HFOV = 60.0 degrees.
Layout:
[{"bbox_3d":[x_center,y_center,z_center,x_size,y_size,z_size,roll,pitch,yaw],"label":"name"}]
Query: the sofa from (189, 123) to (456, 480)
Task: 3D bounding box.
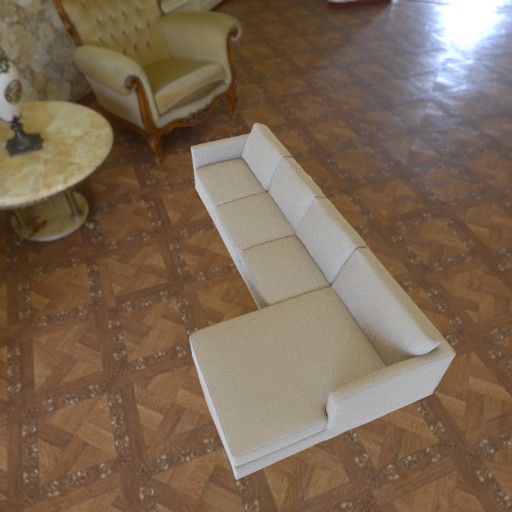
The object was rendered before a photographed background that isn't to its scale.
[{"bbox_3d":[0.000,0.000,3.953,1.625,0.861,3.186,-16,48,-15],"label":"sofa"}]
